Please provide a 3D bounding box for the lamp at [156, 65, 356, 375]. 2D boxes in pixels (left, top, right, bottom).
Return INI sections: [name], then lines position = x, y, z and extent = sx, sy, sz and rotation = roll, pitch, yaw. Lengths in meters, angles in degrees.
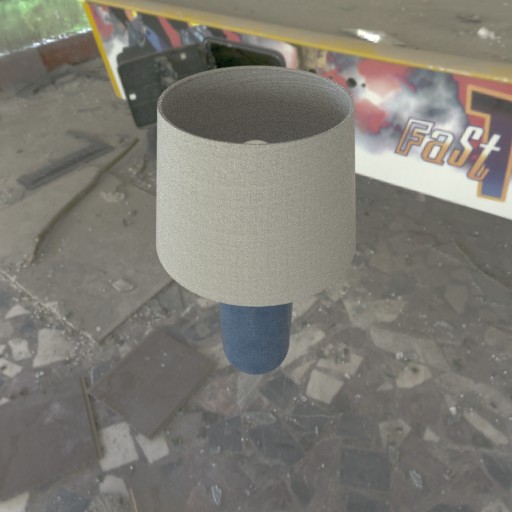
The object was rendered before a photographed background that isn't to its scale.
[lamp]
position = 0.000, 0.000, 0.594
extent = 0.253, 0.428, 0.253
rotation = 0, 41, 0
